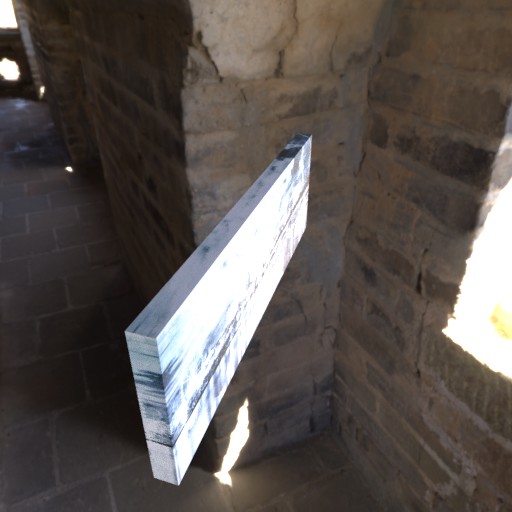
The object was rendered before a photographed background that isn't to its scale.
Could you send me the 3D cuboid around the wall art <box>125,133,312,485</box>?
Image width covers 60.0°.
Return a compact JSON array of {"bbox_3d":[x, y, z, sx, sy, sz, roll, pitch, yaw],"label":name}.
[{"bbox_3d":[0.000,0.000,0.821,0.037,0.251,0.759,10,32,15],"label":"wall art"}]
